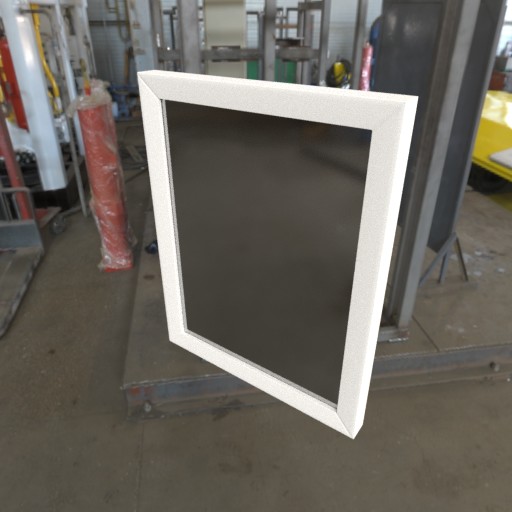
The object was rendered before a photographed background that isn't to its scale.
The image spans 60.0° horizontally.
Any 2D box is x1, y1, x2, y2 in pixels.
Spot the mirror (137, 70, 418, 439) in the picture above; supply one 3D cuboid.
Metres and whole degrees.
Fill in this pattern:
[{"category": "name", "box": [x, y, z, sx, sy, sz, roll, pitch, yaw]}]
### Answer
[{"category": "mirror", "box": [0.000, 0.000, 0.689, 0.405, 0.508, 0.041, 19, 34, 31]}]
